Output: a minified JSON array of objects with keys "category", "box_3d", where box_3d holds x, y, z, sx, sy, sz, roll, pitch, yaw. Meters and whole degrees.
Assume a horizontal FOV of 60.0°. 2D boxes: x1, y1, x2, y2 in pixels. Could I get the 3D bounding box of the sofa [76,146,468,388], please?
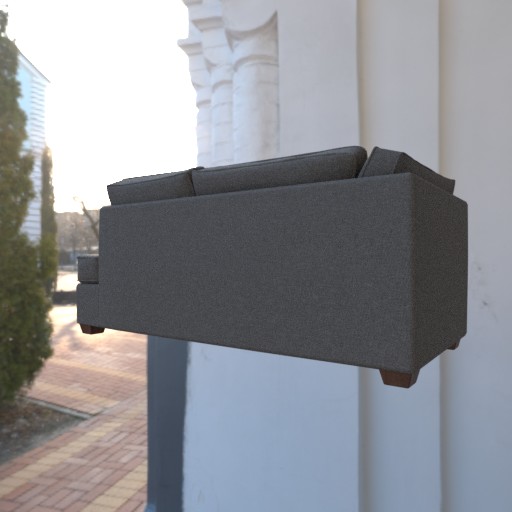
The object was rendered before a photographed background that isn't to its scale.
[{"category":"sofa","box_3d":[0.000,0.000,2.747,2.237,1.033,1.110,0,0,36]}]
